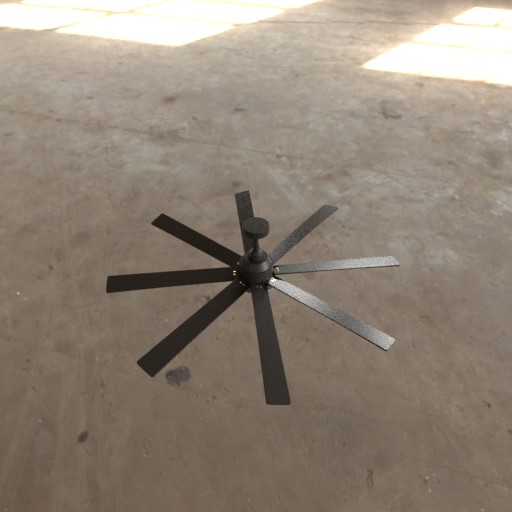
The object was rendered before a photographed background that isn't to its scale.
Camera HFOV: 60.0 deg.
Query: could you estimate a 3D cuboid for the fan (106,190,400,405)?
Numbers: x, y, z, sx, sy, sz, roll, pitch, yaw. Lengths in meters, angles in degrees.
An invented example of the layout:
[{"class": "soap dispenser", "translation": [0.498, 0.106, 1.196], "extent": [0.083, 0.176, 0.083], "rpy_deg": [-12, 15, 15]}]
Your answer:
[{"class": "fan", "translation": [0.000, 0.000, 2.689], "extent": [1.830, 0.472, 1.830], "rpy_deg": [27, 48, 28]}]
